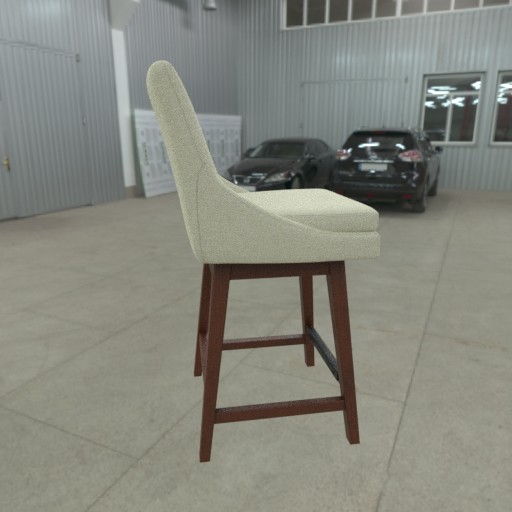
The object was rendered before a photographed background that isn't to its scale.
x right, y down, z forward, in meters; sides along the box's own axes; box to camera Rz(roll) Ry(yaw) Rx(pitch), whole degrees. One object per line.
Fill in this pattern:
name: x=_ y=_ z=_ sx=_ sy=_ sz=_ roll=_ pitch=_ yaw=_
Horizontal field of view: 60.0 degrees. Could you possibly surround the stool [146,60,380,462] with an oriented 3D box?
stool: x=0.000 y=0.000 z=1.290 sx=0.559 sy=0.991 sz=0.469 roll=-3 pitch=16 yaw=-9
